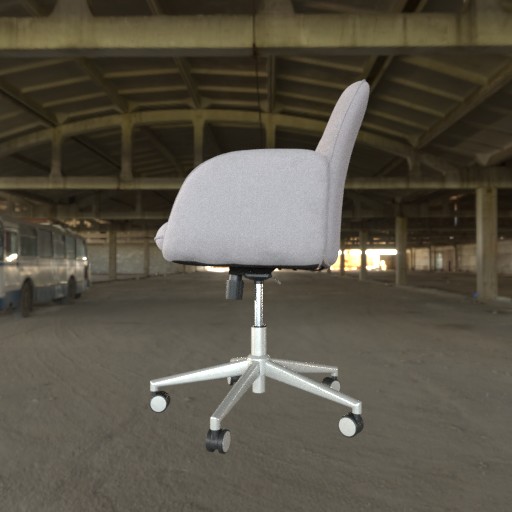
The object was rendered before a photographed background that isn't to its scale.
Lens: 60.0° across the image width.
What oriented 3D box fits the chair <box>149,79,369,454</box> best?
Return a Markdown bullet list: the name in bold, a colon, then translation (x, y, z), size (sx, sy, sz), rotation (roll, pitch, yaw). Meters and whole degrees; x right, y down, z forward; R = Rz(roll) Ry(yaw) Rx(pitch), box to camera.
- **chair**: translation (0.000, 0.000, 1.372), size (0.654, 0.959, 0.648), rotation (0, -1, 1)
